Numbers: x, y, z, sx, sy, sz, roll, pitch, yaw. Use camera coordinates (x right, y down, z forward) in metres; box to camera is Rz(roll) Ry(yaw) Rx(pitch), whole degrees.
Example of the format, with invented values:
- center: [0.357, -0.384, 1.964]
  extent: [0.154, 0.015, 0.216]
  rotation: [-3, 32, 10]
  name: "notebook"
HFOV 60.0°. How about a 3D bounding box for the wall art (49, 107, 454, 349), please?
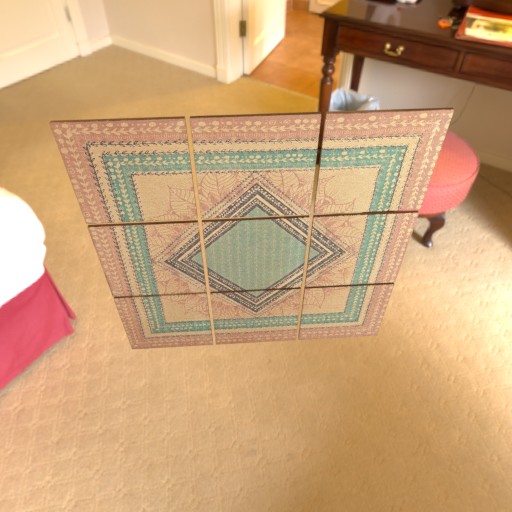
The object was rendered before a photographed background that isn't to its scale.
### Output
- center: [0.000, 0.000, 1.765]
  extent: [1.215, 1.213, 0.013]
  rotation: [-3, 46, -3]
  name: "wall art"
